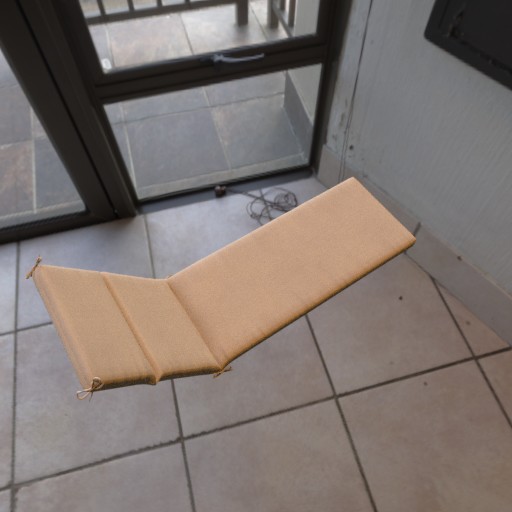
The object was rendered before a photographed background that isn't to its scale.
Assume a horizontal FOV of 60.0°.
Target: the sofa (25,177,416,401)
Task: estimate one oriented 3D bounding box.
[{"bbox_3d":[0.000,0.000,1.948,1.663,0.622,0.582,-30,64,-16],"label":"sofa"}]
